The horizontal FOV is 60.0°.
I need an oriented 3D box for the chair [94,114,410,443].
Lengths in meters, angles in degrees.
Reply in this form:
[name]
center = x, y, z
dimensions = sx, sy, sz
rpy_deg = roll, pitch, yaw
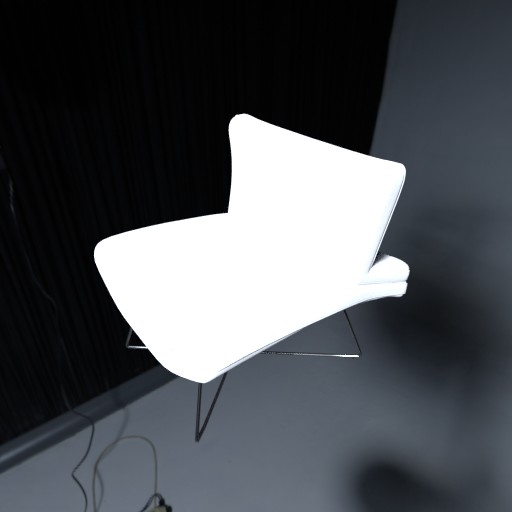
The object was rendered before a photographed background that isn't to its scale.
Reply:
[chair]
center = 0.000, 0.000, 1.701
dimensions = 1.008, 0.855, 0.859
rpy_deg = -21, 36, -31
